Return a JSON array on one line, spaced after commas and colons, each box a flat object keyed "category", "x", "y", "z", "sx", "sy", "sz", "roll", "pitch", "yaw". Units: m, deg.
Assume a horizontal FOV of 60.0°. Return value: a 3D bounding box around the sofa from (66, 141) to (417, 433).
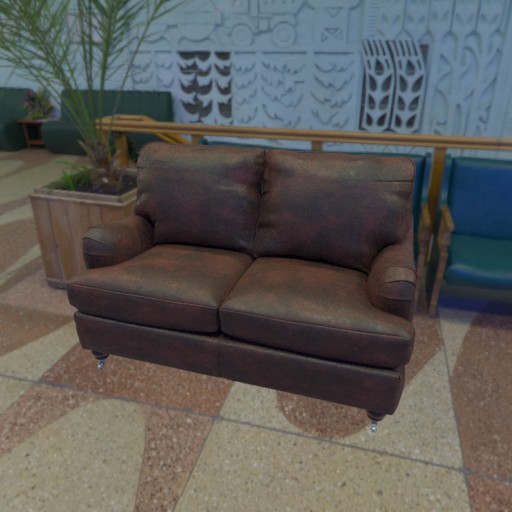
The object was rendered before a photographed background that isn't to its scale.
[{"category": "sofa", "x": 0.000, "y": 0.000, "z": 2.371, "sx": 1.628, "sy": 1.070, "sz": 1.148, "roll": 8, "pitch": 26, "yaw": 16}]
